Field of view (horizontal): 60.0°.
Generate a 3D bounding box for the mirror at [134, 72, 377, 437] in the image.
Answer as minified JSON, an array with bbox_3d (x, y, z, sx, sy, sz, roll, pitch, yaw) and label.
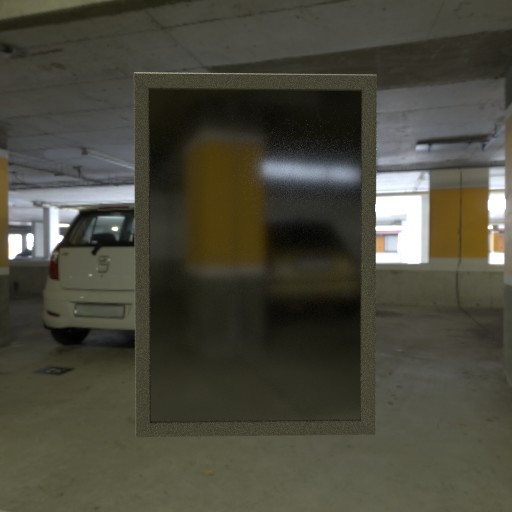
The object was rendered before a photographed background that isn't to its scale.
[{"bbox_3d":[0.000,0.000,1.139,0.609,0.914,0.041,0,1,-1],"label":"mirror"}]
